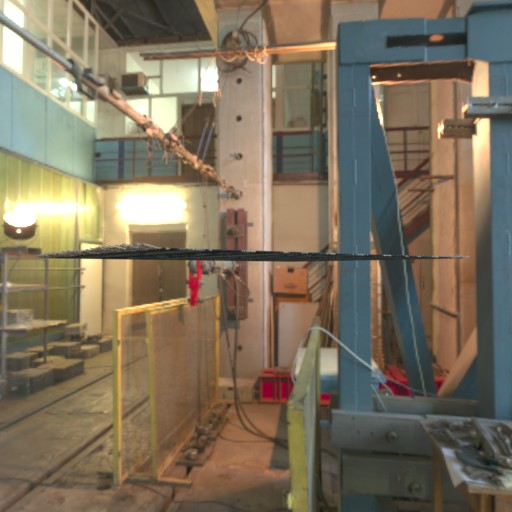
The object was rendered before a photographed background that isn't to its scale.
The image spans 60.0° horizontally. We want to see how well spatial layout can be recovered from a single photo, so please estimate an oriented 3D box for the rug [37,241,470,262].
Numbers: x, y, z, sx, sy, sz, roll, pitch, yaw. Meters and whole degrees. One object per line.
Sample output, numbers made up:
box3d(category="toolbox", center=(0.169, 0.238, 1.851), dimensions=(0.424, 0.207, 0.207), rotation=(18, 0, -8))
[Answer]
box3d(category="rug", center=(0.000, 0.000, 4.156), dimensions=(3.307, 0.047, 2.418), rotation=(1, -2, -38))
